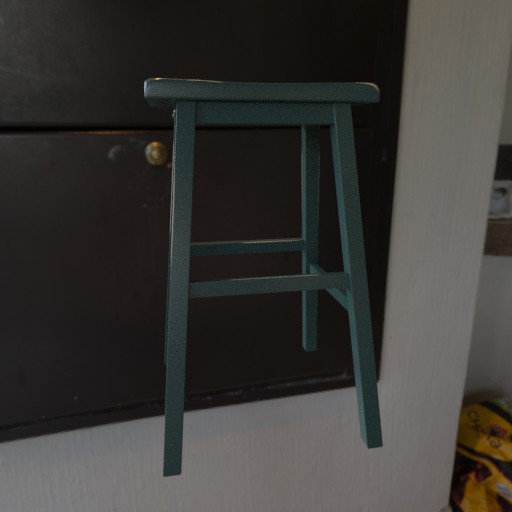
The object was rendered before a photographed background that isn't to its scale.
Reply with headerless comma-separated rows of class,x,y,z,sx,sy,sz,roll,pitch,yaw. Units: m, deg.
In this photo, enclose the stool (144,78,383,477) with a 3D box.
stool,0.000,0.000,1.027,0.457,0.737,0.476,-3,16,-10
